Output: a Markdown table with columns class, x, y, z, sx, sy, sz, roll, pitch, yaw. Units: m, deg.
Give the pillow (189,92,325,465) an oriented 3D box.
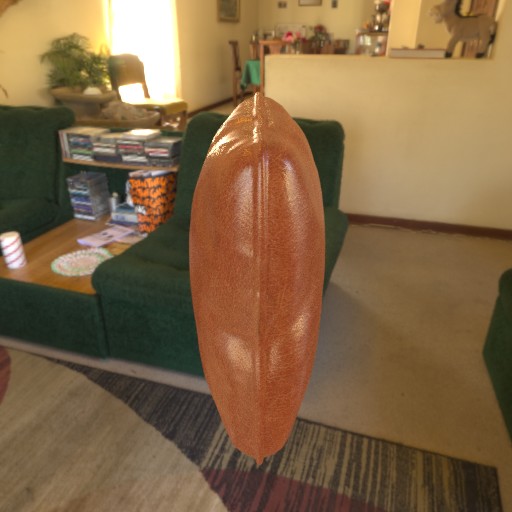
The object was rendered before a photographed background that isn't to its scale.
| class | x | y | z | sx | sy | sz | roll | pitch | yaw |
| --- | --- | --- | --- | --- | --- | --- | --- | --- | --- |
| pillow | 0.000 | 0.000 | 0.818 | 0.236 | 0.523 | 0.532 | 0 | 27 | 0 |
